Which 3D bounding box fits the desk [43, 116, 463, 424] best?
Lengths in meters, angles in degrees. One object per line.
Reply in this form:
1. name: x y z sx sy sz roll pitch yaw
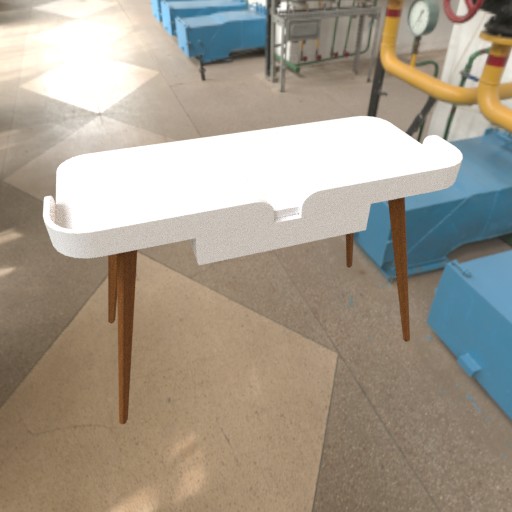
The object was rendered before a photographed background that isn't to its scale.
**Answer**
1. desk: 0.000 0.000 1.602 1.206 0.807 0.534 -12 40 -15
